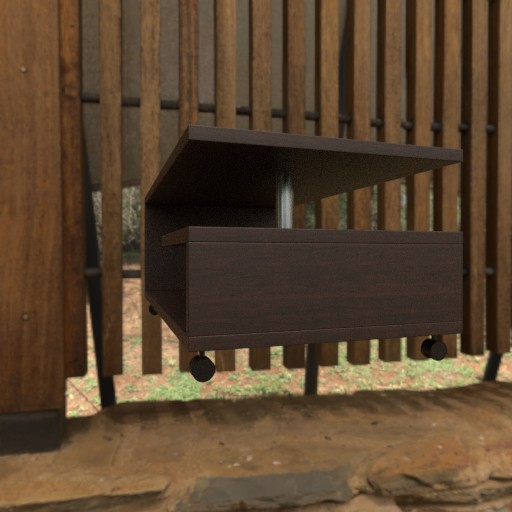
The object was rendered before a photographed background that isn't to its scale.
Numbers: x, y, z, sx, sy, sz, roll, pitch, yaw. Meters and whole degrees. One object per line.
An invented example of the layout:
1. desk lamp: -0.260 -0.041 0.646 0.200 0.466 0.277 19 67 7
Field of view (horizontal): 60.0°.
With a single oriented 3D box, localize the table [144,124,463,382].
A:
1. table: 0.000 0.000 1.357 0.590 0.460 1.050 0 0 -18
